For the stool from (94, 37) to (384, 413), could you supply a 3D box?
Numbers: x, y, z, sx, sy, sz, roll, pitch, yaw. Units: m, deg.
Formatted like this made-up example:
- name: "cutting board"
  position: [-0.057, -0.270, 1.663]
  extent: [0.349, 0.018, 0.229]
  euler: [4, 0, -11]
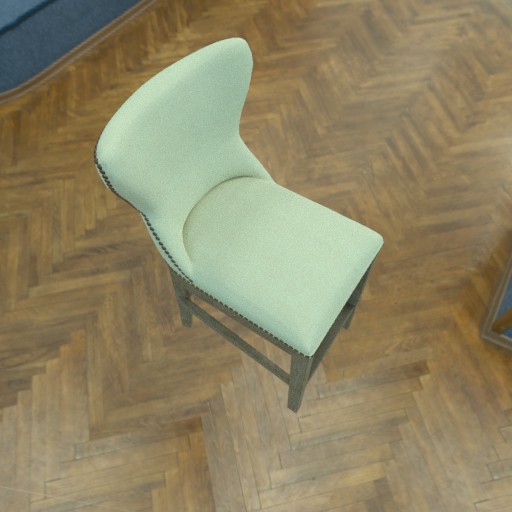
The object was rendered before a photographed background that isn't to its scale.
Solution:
- name: "stool"
  position: [0.000, 0.000, 1.297]
  extent: [0.608, 0.981, 0.498]
  euler: [30, 62, 17]
